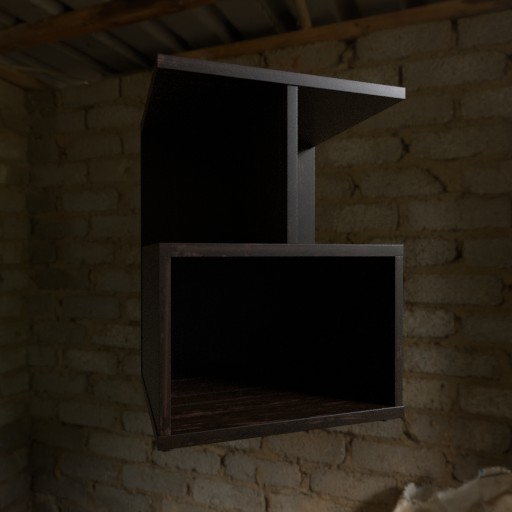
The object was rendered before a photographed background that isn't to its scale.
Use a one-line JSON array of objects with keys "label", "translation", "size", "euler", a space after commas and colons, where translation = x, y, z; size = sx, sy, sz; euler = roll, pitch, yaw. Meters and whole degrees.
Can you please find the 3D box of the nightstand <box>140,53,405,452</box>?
[{"label": "nightstand", "translation": [0.000, 0.000, 0.836], "size": [0.400, 0.559, 0.356], "euler": [0, 0, -18]}]
